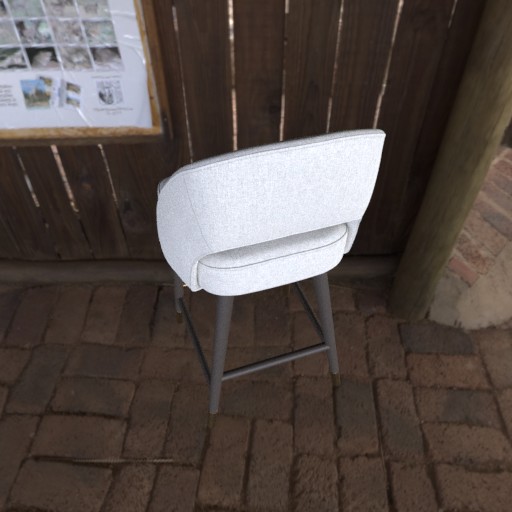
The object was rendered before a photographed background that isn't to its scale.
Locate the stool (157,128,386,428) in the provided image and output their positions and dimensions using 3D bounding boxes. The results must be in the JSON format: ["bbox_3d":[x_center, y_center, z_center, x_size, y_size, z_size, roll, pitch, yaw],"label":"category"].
[{"bbox_3d":[0.000,0.000,1.227,0.494,0.940,0.509,-14,44,-15],"label":"stool"}]
